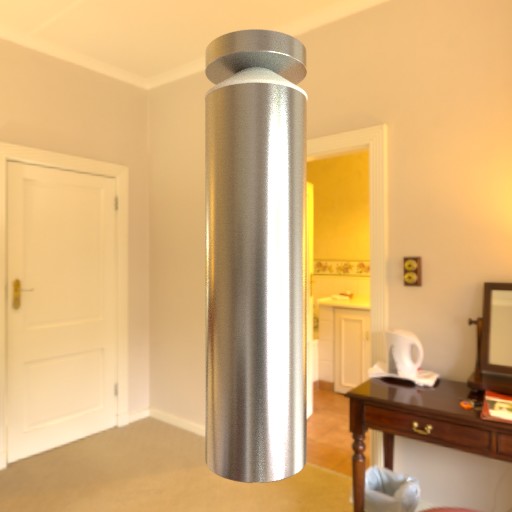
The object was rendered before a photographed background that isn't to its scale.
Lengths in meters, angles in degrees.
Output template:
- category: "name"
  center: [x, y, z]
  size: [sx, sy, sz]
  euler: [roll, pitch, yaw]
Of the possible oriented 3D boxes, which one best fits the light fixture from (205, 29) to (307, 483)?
- category: "light fixture"
  center: [0.000, 0.000, 0.441]
  size: [0.102, 0.400, 0.102]
  euler: [0, 0, 0]
